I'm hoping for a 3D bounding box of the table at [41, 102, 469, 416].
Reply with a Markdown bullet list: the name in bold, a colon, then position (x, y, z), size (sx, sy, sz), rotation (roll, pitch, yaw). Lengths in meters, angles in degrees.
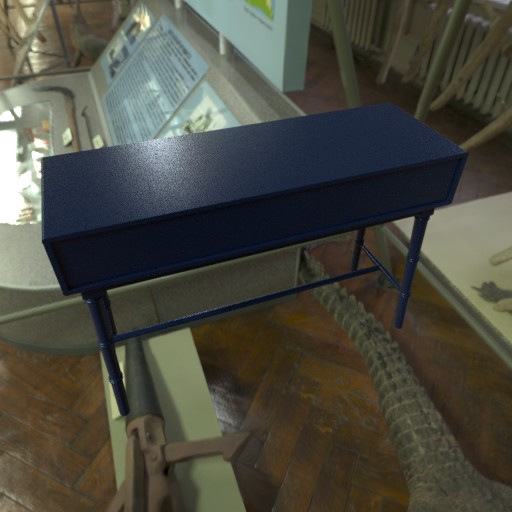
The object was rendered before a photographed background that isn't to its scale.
- **table**: position (0.000, 0.000, 1.468), size (1.118, 0.749, 0.399), rotation (-14, 43, -15)
